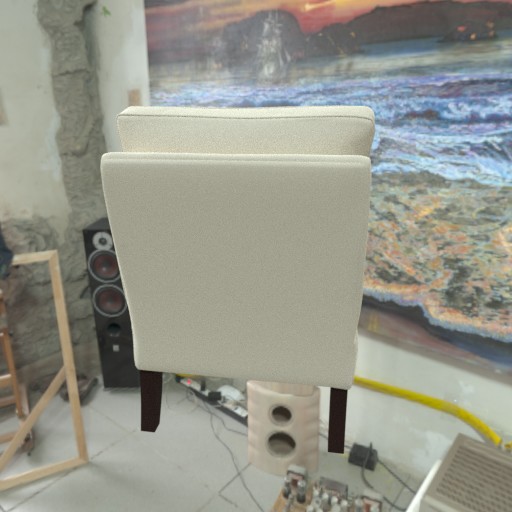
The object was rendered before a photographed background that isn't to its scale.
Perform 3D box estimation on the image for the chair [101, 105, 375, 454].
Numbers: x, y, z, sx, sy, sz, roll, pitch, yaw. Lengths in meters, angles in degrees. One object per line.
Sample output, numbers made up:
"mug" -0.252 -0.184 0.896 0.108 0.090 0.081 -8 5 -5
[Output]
"chair" 0.000 0.000 1.394 0.630 0.887 0.781 3 18 9
